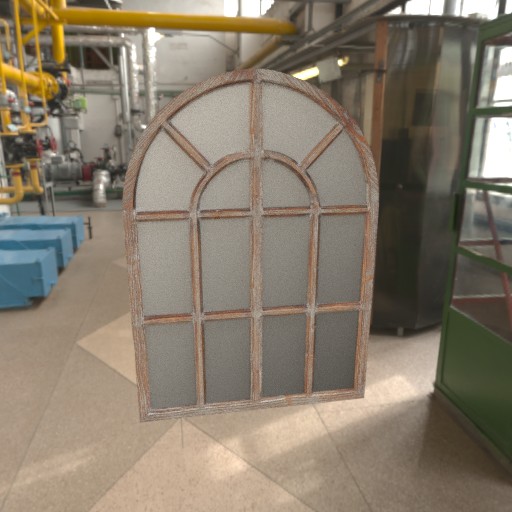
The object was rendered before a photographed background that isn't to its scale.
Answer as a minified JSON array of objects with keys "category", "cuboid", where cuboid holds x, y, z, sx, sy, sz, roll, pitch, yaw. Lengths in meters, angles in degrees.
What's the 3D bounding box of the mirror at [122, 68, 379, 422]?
[{"category":"mirror","cuboid":[0.000,0.000,1.176,0.660,0.920,0.032,-3,16,-10]}]
